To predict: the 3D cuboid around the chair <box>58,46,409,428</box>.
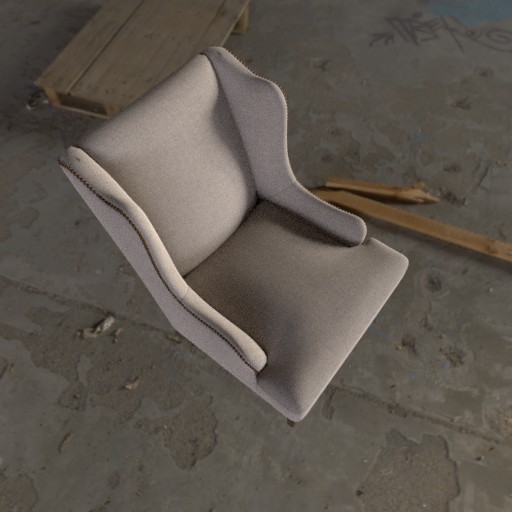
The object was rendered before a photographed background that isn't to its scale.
[{"bbox_3d":[0.000,0.000,1.645,0.940,1.029,0.737,34,65,19],"label":"chair"}]
